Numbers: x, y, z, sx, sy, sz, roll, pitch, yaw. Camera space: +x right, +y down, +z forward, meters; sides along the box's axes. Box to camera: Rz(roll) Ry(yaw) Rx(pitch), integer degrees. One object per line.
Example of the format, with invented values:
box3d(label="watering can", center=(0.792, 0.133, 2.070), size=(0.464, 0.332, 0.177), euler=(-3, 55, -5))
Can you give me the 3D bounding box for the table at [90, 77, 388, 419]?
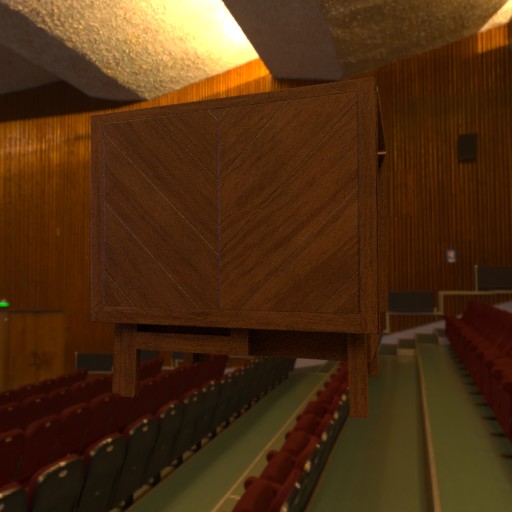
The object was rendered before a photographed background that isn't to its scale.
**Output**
box3d(label="table", center=(0.000, 0.000, 1.345), size=(0.746, 0.763, 0.591), euler=(-1, -2, 18))
